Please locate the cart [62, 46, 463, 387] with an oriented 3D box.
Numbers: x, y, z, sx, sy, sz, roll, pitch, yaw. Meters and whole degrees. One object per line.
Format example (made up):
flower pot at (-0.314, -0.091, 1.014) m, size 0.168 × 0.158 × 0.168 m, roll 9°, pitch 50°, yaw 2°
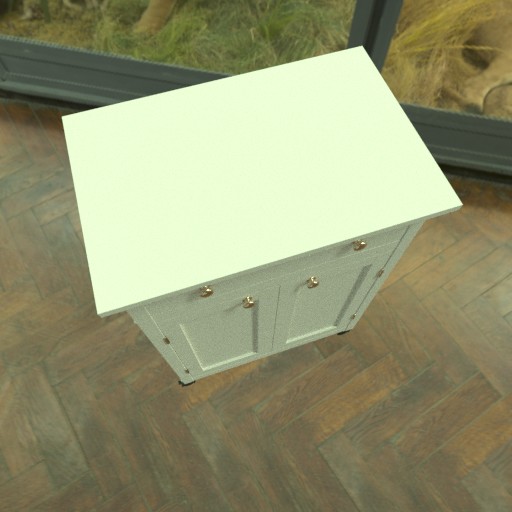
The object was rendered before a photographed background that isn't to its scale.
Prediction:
cart at (0.000, 0.000, 1.241) m, size 0.683 × 0.864 × 0.442 m, roll -17°, pitch 65°, yaw -8°
